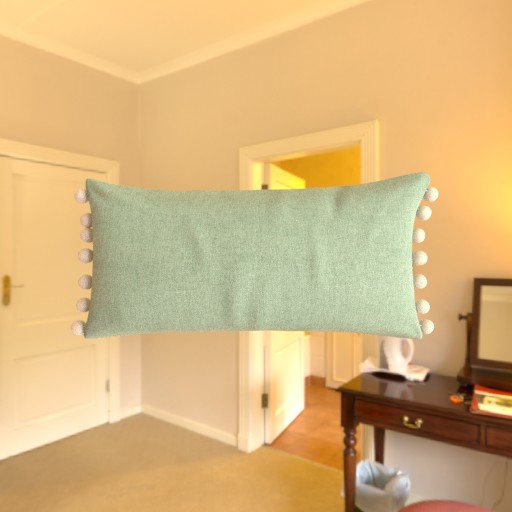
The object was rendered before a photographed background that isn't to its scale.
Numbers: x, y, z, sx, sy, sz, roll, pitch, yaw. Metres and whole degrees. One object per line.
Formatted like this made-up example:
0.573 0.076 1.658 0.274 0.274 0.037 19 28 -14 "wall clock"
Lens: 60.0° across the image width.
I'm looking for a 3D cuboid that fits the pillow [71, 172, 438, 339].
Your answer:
0.000 0.000 0.845 0.709 0.322 0.201 0 1 -1 "pillow"
